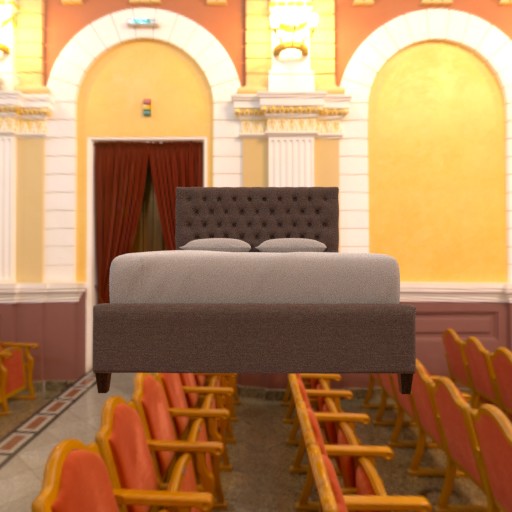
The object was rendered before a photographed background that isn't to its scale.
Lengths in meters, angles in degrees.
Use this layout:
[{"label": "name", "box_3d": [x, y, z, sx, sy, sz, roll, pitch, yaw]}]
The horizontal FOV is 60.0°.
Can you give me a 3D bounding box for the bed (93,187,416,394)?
[{"label": "bed", "box_3d": [0.000, 0.000, 3.460, 1.698, 1.427, 2.387, 0, 0, 1]}]
